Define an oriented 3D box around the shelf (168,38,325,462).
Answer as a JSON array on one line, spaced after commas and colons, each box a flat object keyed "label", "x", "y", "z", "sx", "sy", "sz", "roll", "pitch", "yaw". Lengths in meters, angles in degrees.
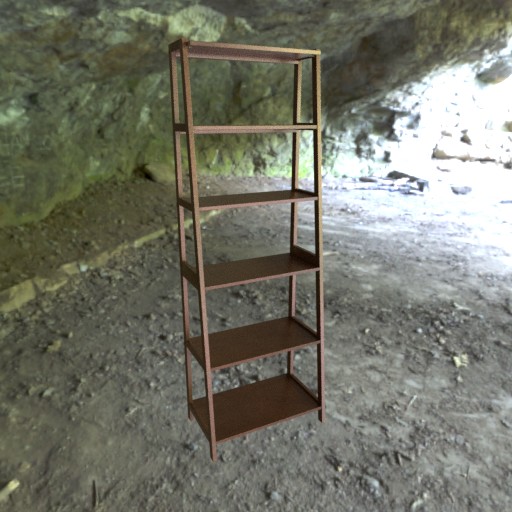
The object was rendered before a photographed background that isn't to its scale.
[{"label": "shelf", "x": 0.000, "y": 0.000, "z": 2.167, "sx": 0.660, "sy": 1.892, "sz": 0.382, "roll": -8, "pitch": 19, "yaw": -25}]
